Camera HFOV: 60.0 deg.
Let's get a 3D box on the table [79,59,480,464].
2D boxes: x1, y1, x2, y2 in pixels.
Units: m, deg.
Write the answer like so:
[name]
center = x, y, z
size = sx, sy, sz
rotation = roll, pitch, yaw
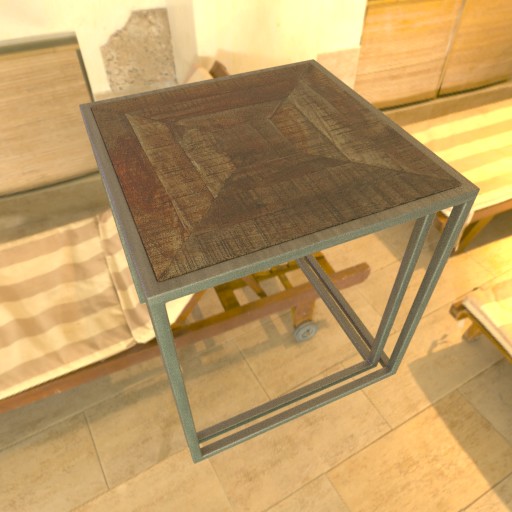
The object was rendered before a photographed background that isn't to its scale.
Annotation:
[table]
center = 0.000, 0.000, 0.841
size = 0.449, 0.500, 0.450
rotation = -18, 49, -16
